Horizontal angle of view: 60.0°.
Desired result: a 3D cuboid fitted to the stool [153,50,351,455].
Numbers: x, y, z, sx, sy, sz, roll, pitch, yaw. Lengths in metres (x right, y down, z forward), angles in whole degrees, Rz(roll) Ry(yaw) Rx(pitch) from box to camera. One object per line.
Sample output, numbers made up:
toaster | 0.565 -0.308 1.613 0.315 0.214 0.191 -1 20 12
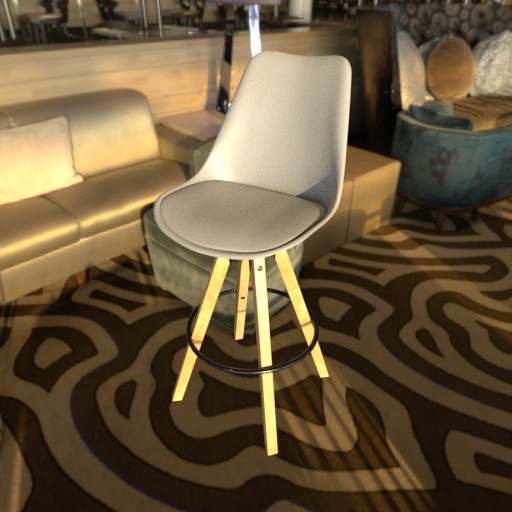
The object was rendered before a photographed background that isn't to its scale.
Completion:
stool | 0.000 0.000 1.387 0.485 1.115 0.550 18 35 28
